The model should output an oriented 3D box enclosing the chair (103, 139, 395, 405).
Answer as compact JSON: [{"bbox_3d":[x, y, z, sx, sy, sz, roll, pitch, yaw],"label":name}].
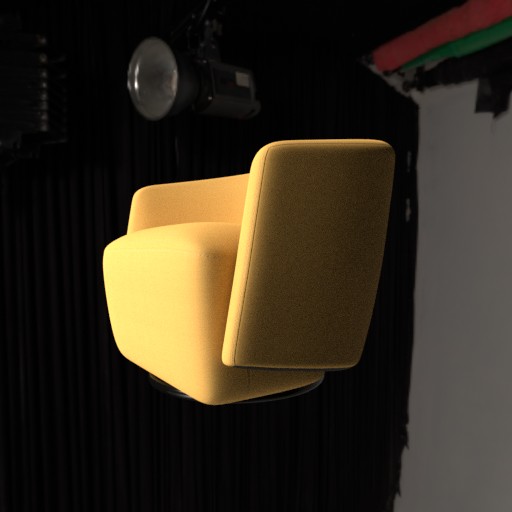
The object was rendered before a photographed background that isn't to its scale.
[{"bbox_3d":[0.000,0.000,1.333,0.767,0.698,0.773,0,0,-34],"label":"chair"}]
